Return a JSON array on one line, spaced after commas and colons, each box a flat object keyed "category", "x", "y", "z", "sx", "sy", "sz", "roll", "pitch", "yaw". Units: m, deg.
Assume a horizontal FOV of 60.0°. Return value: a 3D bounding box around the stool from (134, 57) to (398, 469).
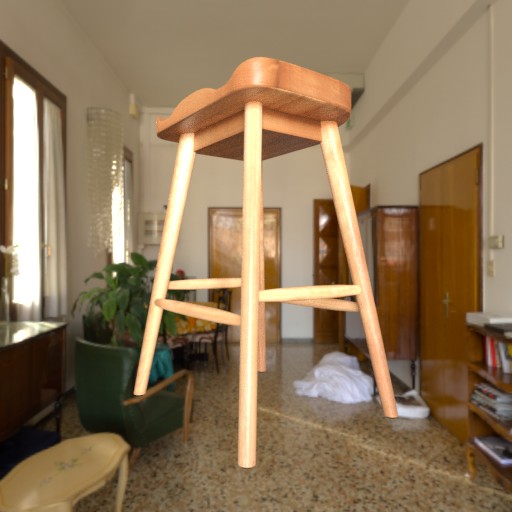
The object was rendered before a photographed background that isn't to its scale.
[{"category": "stool", "x": 0.000, "y": 0.000, "z": 0.912, "sx": 0.361, "sy": 0.615, "sz": 0.440, "roll": 0, "pitch": 0, "yaw": -36}]
